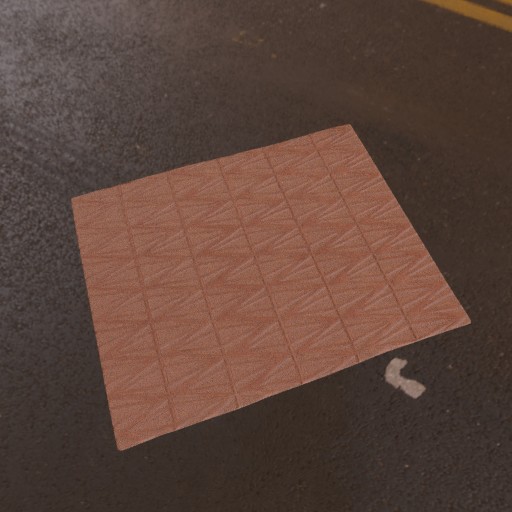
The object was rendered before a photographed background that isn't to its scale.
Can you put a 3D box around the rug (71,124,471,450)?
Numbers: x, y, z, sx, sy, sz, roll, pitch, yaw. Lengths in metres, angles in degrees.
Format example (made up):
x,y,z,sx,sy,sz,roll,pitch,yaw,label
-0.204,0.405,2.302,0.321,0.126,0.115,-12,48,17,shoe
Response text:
x,y,z,sx,sy,sz,roll,pitch,yaw,label
0.000,0.000,4.090,3.052,0.043,2.453,-17,63,-9,rug
